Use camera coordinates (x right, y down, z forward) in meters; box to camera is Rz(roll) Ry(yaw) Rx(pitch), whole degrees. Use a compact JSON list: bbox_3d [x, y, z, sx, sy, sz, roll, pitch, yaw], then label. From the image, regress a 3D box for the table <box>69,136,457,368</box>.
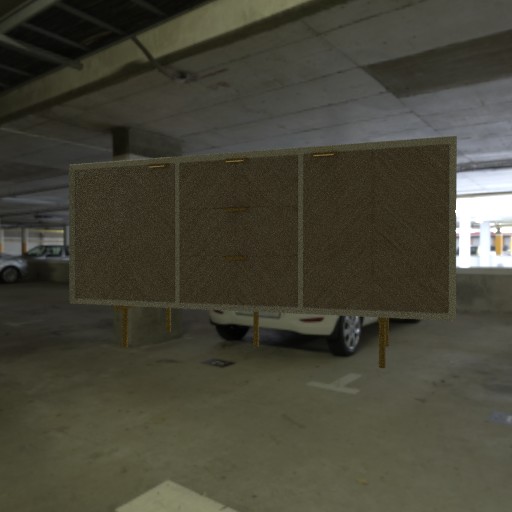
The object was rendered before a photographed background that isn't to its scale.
[{"bbox_3d":[0.000,0.000,1.875,1.500,0.769,0.508,0,1,18],"label":"table"}]
